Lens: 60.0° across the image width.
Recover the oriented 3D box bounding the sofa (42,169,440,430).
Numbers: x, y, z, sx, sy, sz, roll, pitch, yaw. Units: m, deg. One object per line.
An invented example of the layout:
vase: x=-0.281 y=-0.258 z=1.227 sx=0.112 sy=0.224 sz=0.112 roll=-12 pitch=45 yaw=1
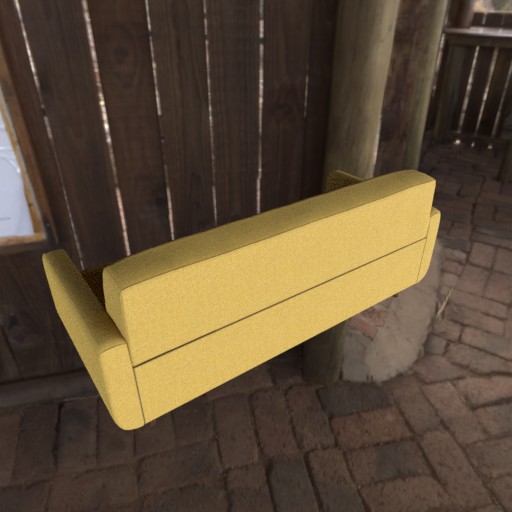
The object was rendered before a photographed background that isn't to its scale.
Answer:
sofa: x=0.000 y=0.000 z=2.478 sx=2.029 sy=0.841 sz=0.909 roll=-20 pitch=37 yaw=-30
